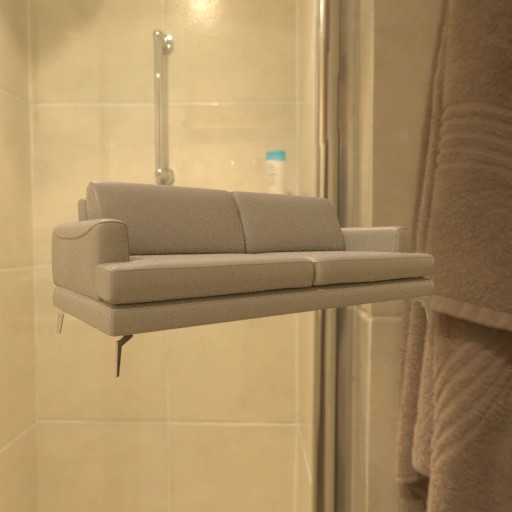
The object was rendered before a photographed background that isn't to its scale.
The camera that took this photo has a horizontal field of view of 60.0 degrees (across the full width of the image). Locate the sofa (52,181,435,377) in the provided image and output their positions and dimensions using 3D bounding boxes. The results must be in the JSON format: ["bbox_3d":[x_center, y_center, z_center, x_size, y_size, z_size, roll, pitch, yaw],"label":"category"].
[{"bbox_3d":[0.000,0.000,2.437,1.940,0.765,0.974,-2,3,-36],"label":"sofa"}]
